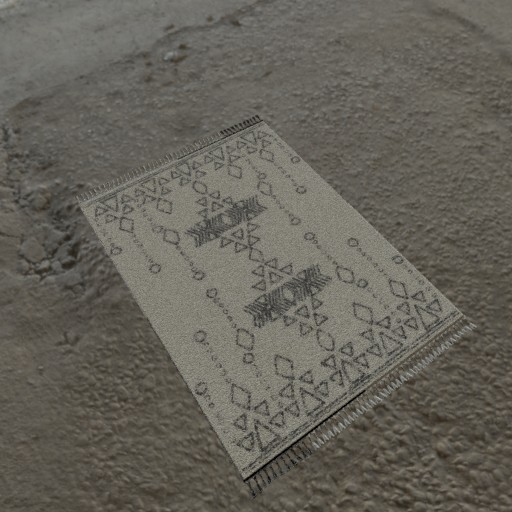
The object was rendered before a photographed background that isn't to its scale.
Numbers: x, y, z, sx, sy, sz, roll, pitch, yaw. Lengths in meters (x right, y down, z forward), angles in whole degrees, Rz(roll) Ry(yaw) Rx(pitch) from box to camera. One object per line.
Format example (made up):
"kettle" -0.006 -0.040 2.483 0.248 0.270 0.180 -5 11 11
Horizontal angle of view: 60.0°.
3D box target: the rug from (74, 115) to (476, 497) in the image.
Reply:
"rug" 0.000 0.000 2.915 1.600 0.013 2.312 -30 62 -18
